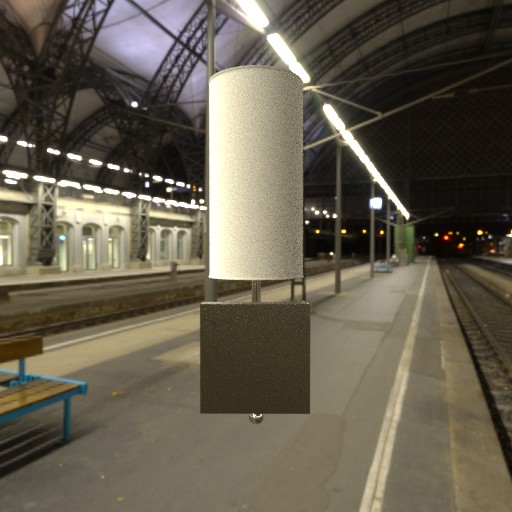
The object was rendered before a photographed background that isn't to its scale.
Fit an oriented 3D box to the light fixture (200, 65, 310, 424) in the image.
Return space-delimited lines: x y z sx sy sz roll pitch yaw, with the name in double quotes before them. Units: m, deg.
"light fixture" 0.000 0.000 0.563 0.128 0.462 0.208 0 1 0
